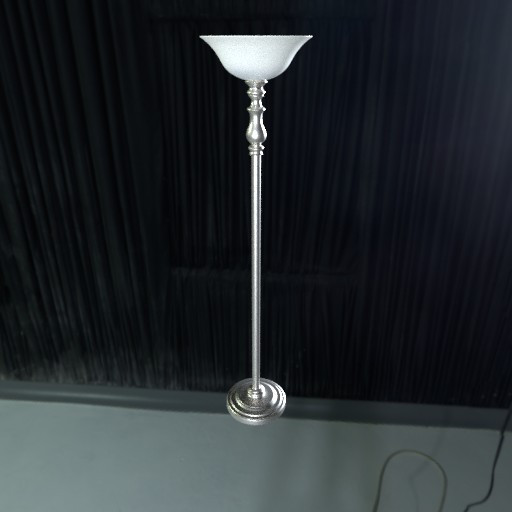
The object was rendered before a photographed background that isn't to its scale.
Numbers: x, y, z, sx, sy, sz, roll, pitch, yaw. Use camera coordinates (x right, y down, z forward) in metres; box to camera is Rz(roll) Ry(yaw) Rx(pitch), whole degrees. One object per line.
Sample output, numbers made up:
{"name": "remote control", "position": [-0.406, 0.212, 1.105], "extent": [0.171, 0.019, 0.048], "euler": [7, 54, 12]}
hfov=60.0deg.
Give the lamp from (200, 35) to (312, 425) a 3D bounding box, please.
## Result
{"name": "lamp", "position": [0.000, 0.000, 1.992], "extent": [0.405, 1.771, 0.405], "euler": [0, 26, 0]}
